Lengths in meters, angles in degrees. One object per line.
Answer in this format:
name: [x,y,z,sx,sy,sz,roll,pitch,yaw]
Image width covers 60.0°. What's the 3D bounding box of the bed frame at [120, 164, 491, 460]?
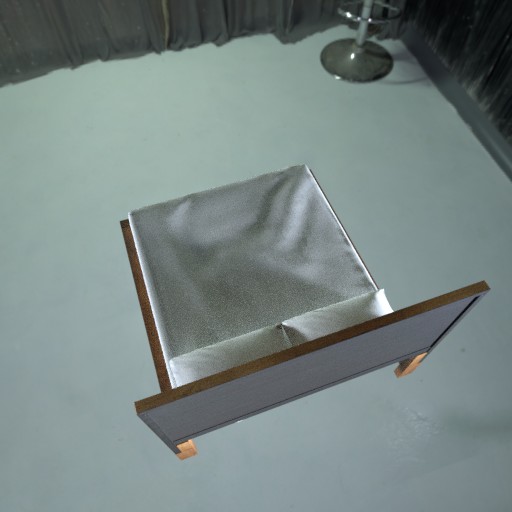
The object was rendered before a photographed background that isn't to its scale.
bed frame: [0.000,0.000,3.543,2.038,1.537,2.235,-17,59,-10]
